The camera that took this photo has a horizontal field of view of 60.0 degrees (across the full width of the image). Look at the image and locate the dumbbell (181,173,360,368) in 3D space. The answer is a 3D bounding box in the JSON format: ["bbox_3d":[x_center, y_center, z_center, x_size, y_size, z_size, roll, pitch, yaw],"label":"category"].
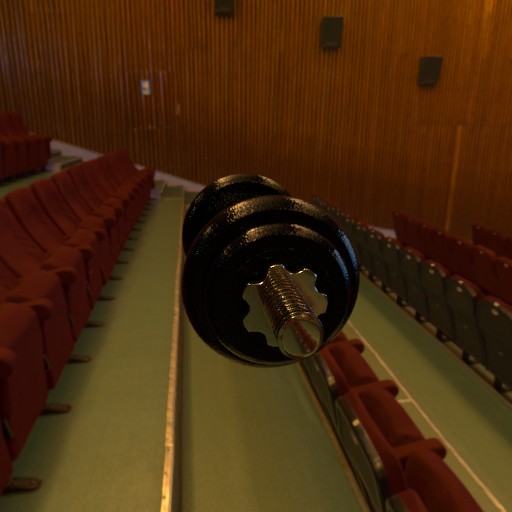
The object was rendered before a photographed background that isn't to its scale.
[{"bbox_3d":[0.000,0.000,0.610,0.202,0.202,0.497,-3,17,-9],"label":"dumbbell"}]
